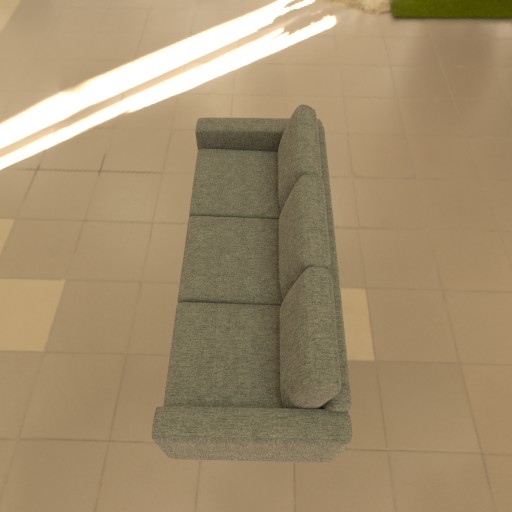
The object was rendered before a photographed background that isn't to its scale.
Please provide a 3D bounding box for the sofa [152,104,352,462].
[{"bbox_3d":[0.000,0.000,2.657,0.900,0.800,2.160,1,56,1],"label":"sofa"}]
